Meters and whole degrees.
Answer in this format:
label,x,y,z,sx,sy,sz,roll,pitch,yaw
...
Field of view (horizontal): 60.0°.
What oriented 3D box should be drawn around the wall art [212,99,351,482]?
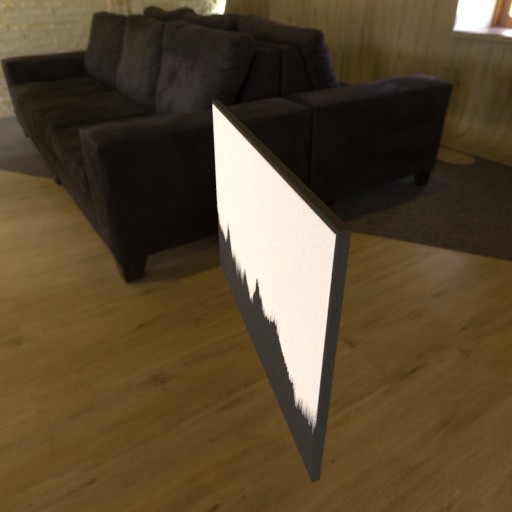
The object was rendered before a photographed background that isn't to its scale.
label,x,y,z,sx,sy,sz,roll,pitch,yaw
wall art,0.000,0.000,1.536,0.028,0.805,1.190,-9,32,-14
